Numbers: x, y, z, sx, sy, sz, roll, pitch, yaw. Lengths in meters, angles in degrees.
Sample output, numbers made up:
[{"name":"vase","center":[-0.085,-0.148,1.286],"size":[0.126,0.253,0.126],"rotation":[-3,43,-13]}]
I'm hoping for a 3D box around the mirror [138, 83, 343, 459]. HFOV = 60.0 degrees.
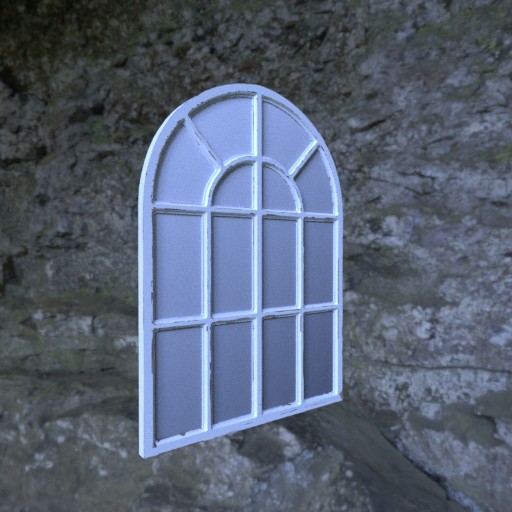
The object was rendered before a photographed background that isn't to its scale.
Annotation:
[{"name":"mirror","center":[0.000,0.000,1.214],"size":[0.660,0.920,0.032],"rotation":[-1,1,-37]}]
